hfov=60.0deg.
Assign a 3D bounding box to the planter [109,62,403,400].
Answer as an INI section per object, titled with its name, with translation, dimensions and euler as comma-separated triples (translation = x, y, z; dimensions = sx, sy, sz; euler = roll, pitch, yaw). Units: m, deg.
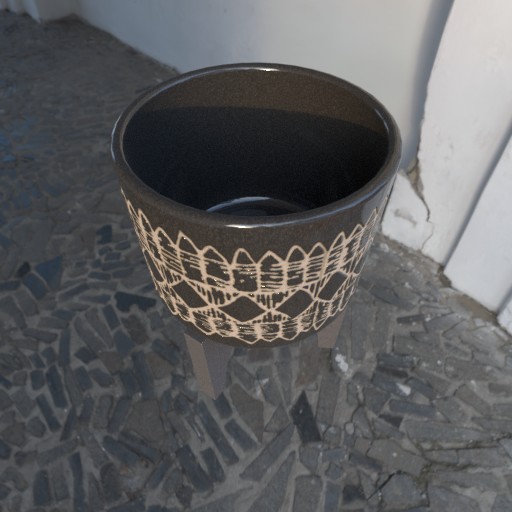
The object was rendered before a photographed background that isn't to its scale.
[planter]
translation = 0.000, 0.000, 0.398
dimensions = 0.196, 0.264, 0.196
euler = -19, 51, -17
